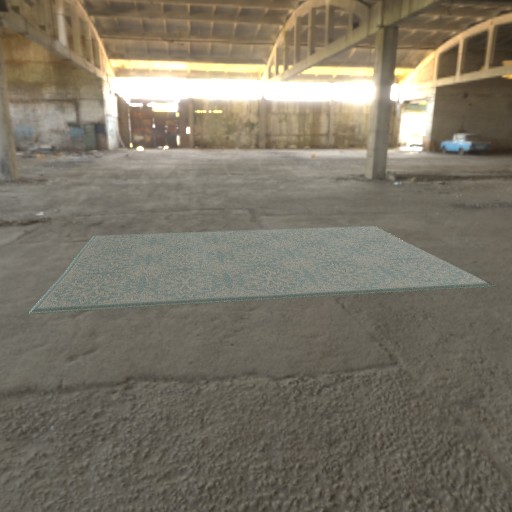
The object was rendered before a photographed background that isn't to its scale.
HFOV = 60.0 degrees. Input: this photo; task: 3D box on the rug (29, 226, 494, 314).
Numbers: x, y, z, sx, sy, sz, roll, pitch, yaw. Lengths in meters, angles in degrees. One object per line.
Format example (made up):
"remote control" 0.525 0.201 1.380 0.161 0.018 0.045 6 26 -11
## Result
"rug" 0.000 0.000 2.305 1.840 0.012 1.219 -2 16 -9
